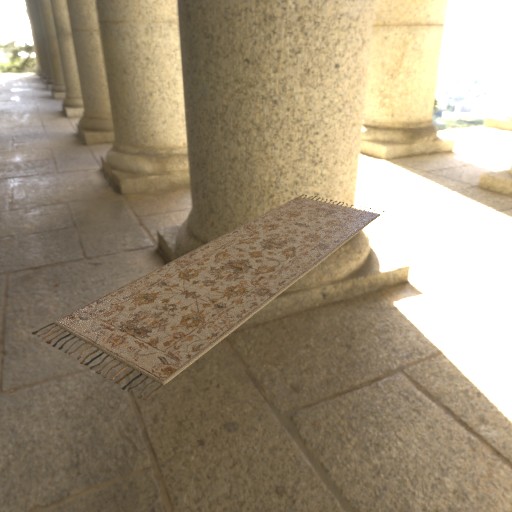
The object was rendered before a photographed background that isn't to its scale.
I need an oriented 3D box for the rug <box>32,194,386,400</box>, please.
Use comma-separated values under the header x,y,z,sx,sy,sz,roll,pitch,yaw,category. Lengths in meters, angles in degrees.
x,y,z,sx,sy,sz,roll,pitch,yaw,category
0.000,0.000,2.672,0.729,0.021,2.438,17,30,31,rug
